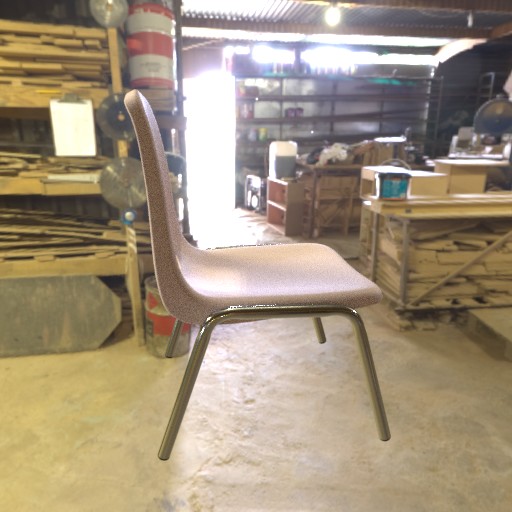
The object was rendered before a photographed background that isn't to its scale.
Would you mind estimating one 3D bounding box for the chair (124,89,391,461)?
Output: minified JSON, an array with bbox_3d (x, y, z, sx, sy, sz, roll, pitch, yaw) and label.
[{"bbox_3d":[0.000,0.000,0.771,0.385,0.537,0.354,-3,17,-9],"label":"chair"}]
